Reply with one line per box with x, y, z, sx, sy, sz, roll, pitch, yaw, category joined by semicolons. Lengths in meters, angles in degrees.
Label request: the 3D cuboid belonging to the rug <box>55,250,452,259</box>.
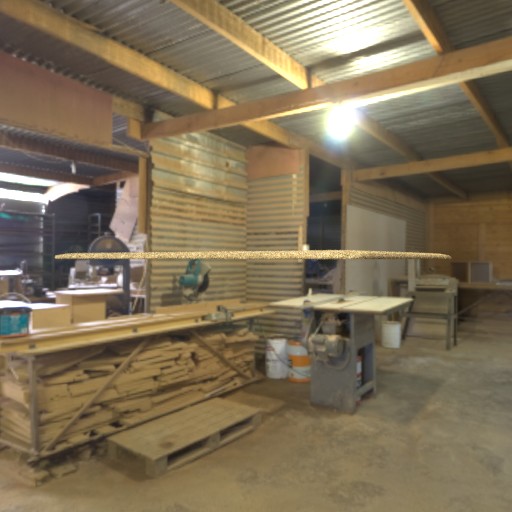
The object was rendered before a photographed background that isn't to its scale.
0.000;0.000;3.943;2.873;0.050;2.242;0;0;35;rug
